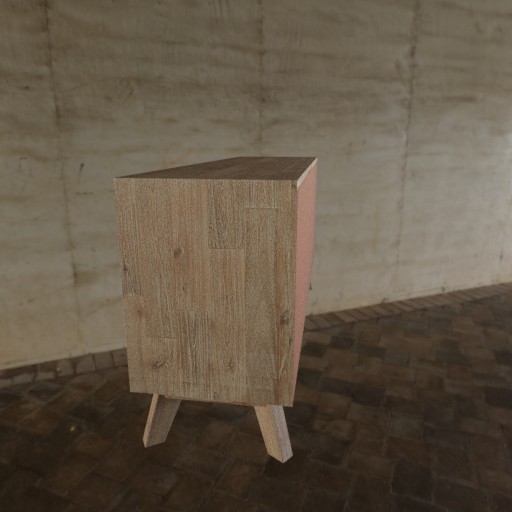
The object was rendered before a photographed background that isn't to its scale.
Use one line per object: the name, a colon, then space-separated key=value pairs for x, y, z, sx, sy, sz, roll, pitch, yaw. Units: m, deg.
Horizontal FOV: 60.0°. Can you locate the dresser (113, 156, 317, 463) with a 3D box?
dresser: x=0.000 y=0.000 z=1.921 sx=0.455 sy=0.788 sz=1.602 roll=2 pitch=15 yaw=9
